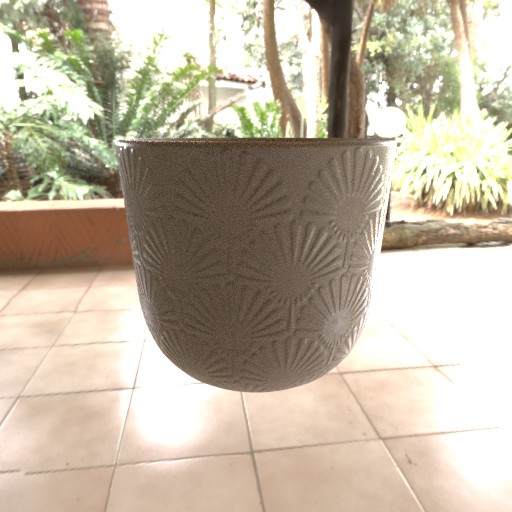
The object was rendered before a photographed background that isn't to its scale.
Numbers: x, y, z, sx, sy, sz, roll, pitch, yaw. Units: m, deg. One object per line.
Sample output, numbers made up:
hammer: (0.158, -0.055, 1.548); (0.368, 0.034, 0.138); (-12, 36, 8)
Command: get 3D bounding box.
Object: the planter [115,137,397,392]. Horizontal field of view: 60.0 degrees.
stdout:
planter: (0.000, 0.000, 0.299); (0.170, 0.152, 0.170); (0, 16, 0)
